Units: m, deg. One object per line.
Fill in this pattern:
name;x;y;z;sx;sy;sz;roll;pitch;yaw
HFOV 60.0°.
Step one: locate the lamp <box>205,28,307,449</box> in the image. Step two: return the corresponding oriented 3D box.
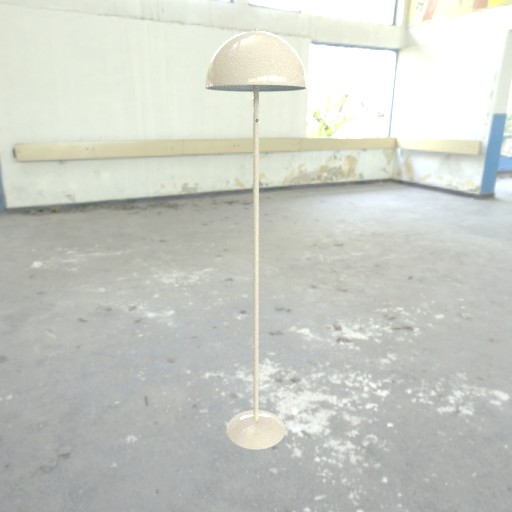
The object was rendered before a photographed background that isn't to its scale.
lamp;0.000;0.000;1.599;0.328;1.480;0.328;-8;19;-25
